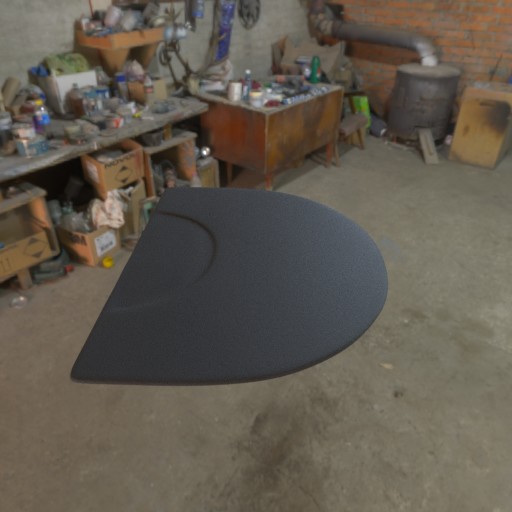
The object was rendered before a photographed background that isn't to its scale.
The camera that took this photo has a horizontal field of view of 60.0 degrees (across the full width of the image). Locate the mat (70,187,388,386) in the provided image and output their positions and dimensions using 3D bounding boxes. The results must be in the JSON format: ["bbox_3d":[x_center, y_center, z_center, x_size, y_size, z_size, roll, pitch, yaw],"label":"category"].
[{"bbox_3d":[0.000,0.000,1.610,0.917,0.016,1.220,1,32,2],"label":"mat"}]
